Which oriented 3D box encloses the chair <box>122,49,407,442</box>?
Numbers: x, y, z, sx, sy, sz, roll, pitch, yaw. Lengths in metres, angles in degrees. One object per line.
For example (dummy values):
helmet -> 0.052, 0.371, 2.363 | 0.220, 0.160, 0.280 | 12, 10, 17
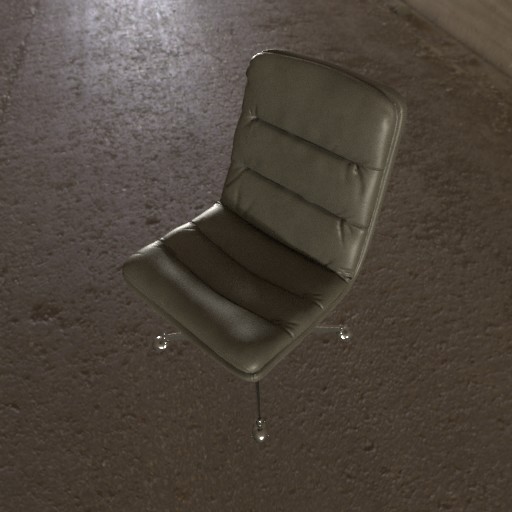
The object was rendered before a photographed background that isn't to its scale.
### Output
chair -> 0.000, 0.000, 1.014 | 0.422, 0.738, 0.485 | 33, 56, 26
